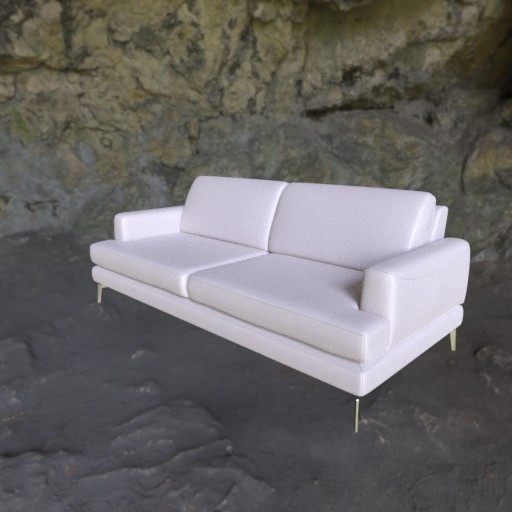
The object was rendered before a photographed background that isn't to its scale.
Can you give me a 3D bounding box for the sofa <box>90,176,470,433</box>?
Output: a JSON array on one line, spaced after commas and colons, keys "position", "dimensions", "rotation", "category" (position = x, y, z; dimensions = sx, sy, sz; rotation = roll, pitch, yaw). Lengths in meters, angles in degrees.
[{"position": [0.000, 0.000, 2.395], "dimensions": [1.940, 0.765, 0.974], "rotation": [13, 19, 43], "category": "sofa"}]
